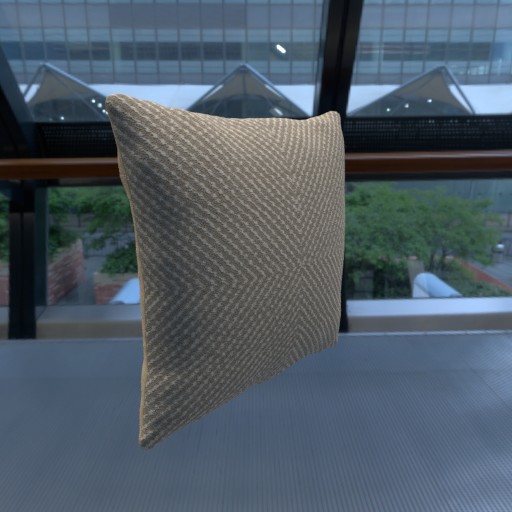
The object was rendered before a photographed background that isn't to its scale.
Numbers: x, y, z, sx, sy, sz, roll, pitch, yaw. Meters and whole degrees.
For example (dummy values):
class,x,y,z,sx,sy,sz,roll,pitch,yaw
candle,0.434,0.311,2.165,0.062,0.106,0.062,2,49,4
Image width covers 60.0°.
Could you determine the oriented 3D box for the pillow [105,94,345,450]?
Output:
class,x,y,z,sx,sy,sz,roll,pitch,yaw
pillow,0.000,0.000,0.703,0.181,0.458,0.459,13,20,42
